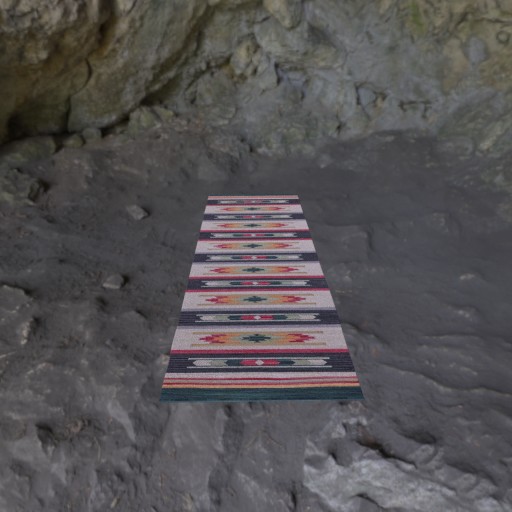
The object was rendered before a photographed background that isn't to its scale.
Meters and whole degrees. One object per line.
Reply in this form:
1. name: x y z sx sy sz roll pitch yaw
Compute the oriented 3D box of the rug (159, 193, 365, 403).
1. rug: 0.000 0.000 2.714 0.760 0.009 2.440 0 26 -1
